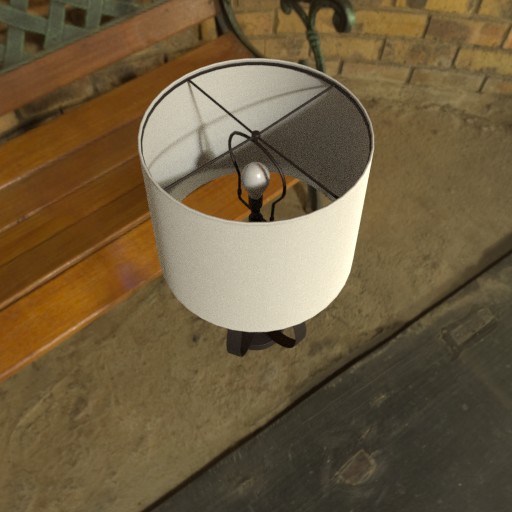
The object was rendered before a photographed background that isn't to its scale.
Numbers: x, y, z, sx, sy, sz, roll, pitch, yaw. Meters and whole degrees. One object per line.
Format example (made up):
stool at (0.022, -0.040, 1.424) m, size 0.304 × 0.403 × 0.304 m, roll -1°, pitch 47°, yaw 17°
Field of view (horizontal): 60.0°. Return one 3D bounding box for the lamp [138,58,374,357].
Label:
lamp at (0.000, 0.000, 0.691) m, size 0.286 × 0.510 × 0.286 m, roll 0°, pitch 58°, yaw 0°
